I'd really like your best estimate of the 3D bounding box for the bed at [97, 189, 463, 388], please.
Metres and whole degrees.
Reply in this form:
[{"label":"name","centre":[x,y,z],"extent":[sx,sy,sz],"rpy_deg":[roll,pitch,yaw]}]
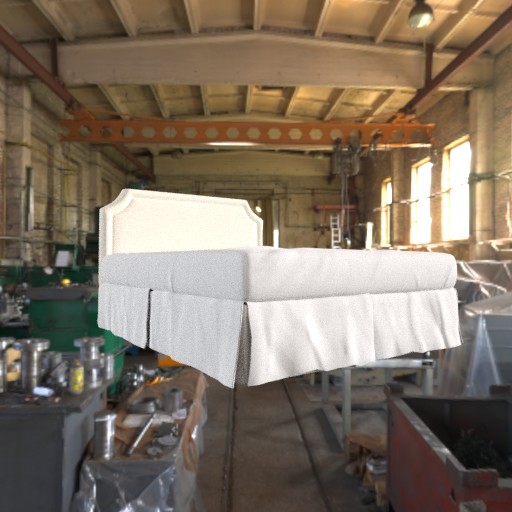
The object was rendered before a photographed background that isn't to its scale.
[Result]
[{"label":"bed","centre":[0.000,0.000,3.615],"extent":[1.977,1.293,2.498],"rpy_deg":[0,-1,-35]}]
